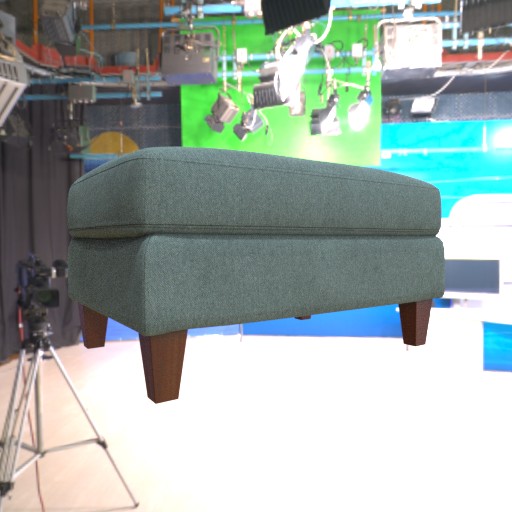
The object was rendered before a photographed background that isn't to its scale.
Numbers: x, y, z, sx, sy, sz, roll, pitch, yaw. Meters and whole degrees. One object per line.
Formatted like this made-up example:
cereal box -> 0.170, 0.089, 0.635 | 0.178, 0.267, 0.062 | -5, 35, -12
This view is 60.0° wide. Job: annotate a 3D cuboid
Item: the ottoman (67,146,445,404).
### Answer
ottoman -> 0.000, 0.000, 1.187 | 0.864, 0.483, 0.584 | -2, 3, -34
